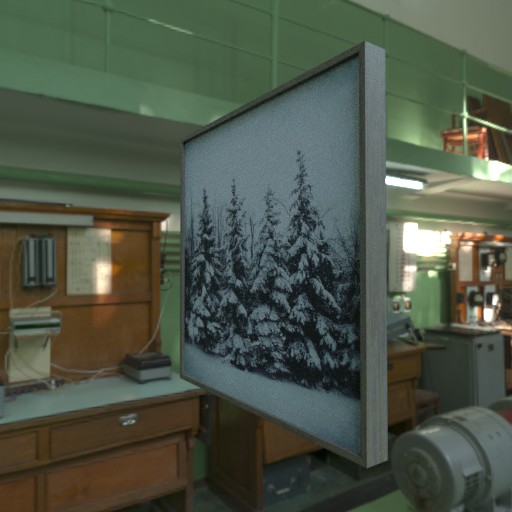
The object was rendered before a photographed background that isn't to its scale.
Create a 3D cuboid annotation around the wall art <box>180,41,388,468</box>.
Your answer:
[{"bbox_3d":[0.000,0.000,0.743,0.037,0.507,0.507,1,-1,-35],"label":"wall art"}]
